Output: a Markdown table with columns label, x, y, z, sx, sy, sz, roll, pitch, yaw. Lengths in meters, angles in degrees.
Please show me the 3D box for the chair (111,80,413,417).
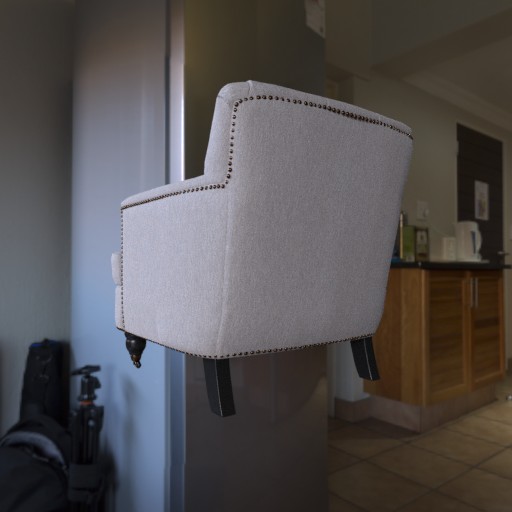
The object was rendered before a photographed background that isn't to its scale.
| label | x | y | z | sx | sy | sz | roll | pitch | yaw |
| --- | --- | --- | --- | --- | --- | --- | --- | --- | --- |
| chair | 0.000 | 0.000 | 1.528 | 0.737 | 0.823 | 0.902 | 0 | -1 | -36 |
